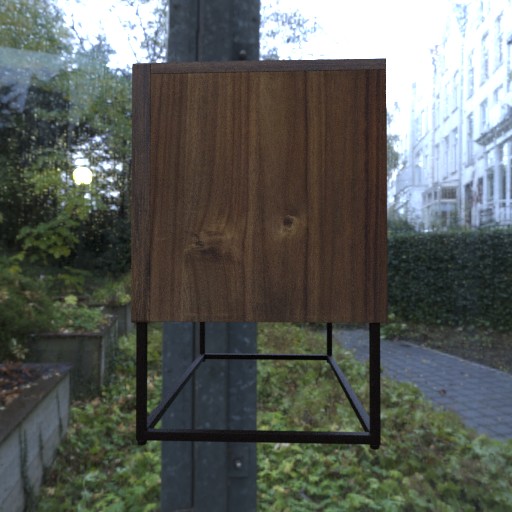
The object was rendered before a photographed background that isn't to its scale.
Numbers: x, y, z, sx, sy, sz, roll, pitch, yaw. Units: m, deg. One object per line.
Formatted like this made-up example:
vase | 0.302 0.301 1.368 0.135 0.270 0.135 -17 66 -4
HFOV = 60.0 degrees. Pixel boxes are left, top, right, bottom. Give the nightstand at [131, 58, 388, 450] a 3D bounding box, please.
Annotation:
nightstand | 0.000 0.000 1.000 0.437 0.610 0.610 0 -1 3
